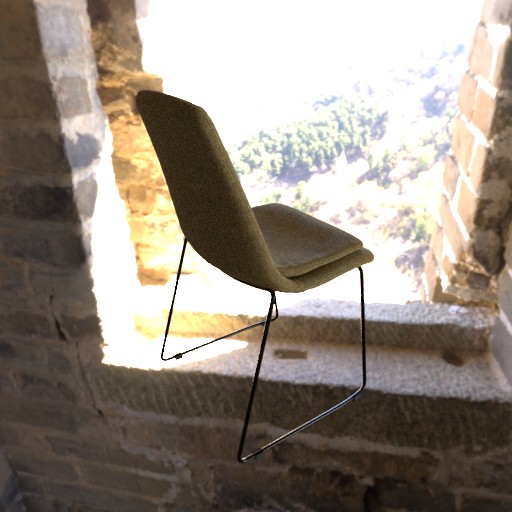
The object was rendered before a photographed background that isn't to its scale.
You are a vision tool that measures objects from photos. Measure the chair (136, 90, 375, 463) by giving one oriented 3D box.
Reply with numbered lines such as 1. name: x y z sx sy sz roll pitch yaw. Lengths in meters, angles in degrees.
1. chair: 0.000 0.000 1.175 0.496 0.849 0.479 -17 31 -30
